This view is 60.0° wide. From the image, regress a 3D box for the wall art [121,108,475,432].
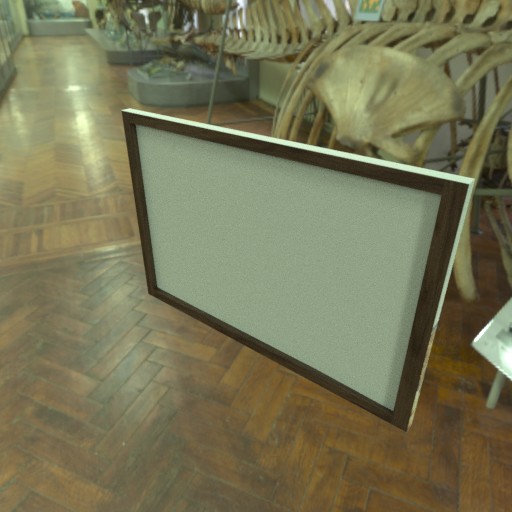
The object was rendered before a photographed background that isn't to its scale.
[{"bbox_3d":[0.000,0.000,1.883,1.520,1.016,0.051,21,36,32],"label":"wall art"}]
